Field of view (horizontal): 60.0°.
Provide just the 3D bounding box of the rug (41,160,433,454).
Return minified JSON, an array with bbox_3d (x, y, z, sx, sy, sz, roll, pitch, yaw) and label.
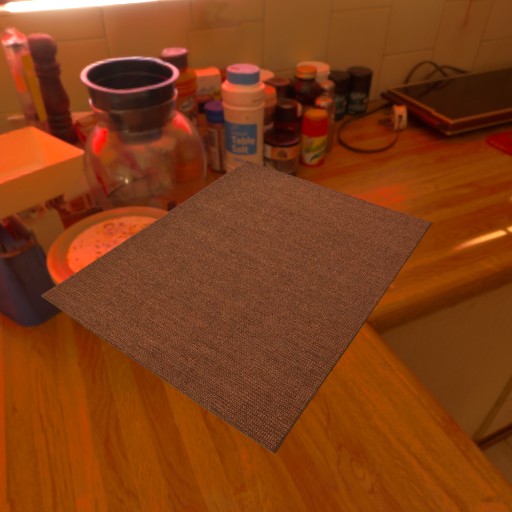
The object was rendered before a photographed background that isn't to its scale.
[{"bbox_3d":[0.000,0.000,4.290,2.456,0.021,3.068,24,46,26],"label":"rug"}]
